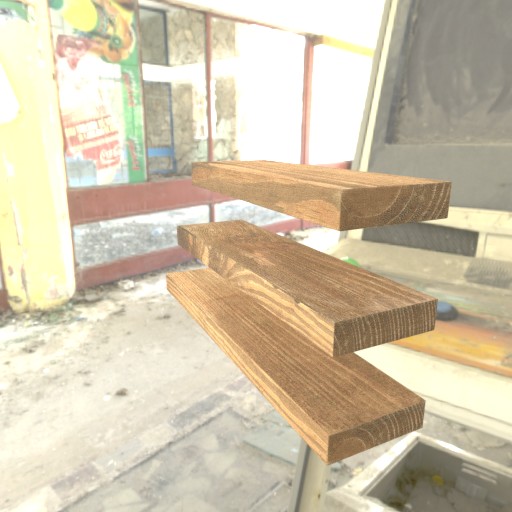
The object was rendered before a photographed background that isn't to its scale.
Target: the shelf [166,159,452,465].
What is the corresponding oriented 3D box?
[{"bbox_3d":[0.000,0.000,0.722,0.140,0.293,0.610,-8,18,-26],"label":"shelf"}]
